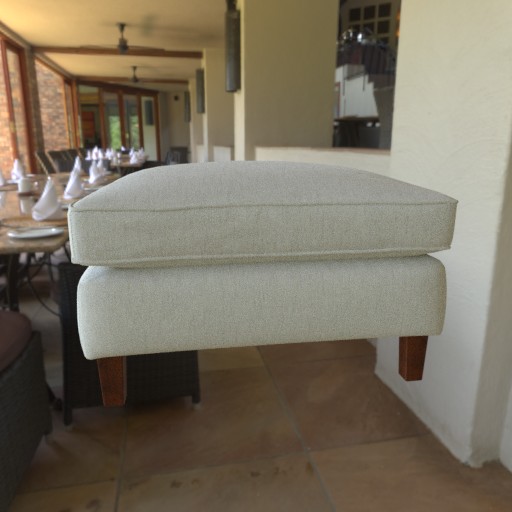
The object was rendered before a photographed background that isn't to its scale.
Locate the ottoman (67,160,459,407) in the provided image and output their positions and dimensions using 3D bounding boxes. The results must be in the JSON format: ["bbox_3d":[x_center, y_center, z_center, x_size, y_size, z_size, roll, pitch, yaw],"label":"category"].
[{"bbox_3d":[0.000,0.000,0.965,0.665,0.406,0.501,-2,14,-8],"label":"ottoman"}]
